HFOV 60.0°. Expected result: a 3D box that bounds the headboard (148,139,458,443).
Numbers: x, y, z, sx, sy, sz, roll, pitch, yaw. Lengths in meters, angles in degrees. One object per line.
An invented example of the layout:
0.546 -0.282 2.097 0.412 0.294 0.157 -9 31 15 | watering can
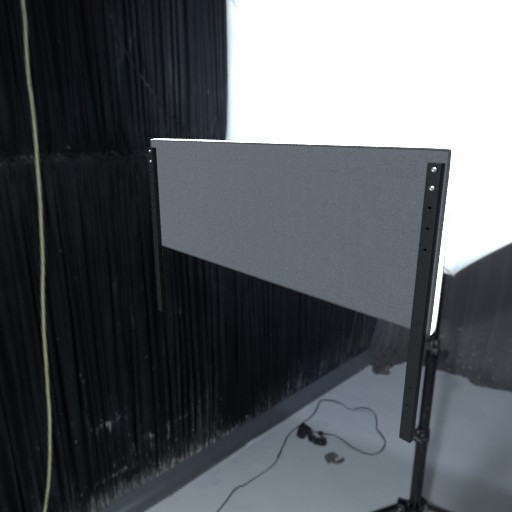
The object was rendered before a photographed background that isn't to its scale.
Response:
0.000 0.000 2.819 0.120 1.410 2.362 -15 21 -41 | headboard
